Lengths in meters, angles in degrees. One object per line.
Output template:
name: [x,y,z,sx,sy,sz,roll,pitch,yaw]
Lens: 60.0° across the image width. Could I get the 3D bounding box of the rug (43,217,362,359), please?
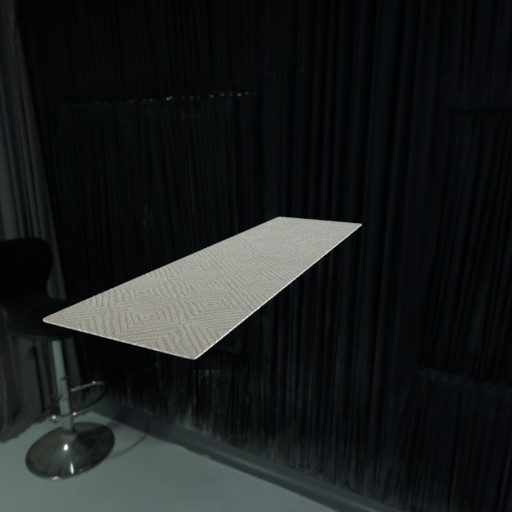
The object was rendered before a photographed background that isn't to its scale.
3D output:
rug: [0.000,0.000,2.488,0.676,0.008,2.277,7,17,25]
